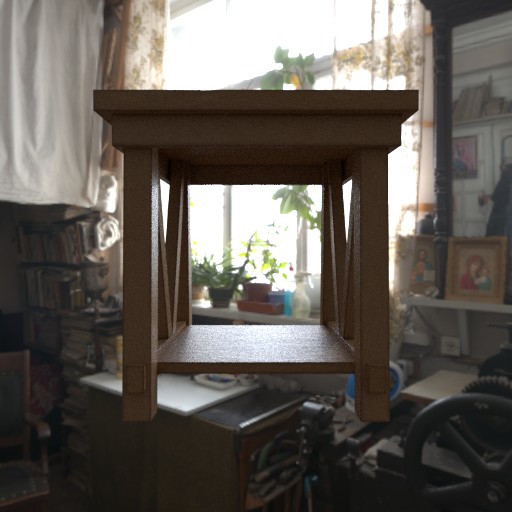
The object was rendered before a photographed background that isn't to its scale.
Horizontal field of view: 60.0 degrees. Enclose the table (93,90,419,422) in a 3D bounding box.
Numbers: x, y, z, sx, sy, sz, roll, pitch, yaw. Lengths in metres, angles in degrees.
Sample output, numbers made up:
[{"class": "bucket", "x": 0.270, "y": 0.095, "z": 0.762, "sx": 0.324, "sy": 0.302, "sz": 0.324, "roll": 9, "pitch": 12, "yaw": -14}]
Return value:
[{"class": "table", "x": 0.000, "y": 0.000, "z": 1.142, "sx": 0.610, "sy": 0.638, "sz": 0.612, "roll": 0, "pitch": 1, "yaw": 0}]
